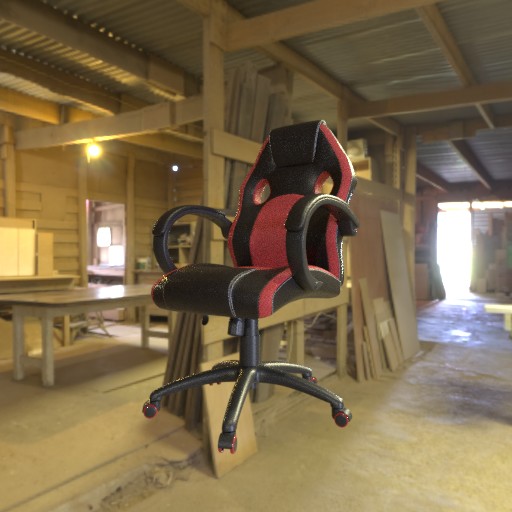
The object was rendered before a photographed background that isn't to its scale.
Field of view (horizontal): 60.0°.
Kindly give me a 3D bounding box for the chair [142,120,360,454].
[{"bbox_3d":[0.000,0.000,1.717,0.750,1.189,0.783,0,0,35],"label":"chair"}]
